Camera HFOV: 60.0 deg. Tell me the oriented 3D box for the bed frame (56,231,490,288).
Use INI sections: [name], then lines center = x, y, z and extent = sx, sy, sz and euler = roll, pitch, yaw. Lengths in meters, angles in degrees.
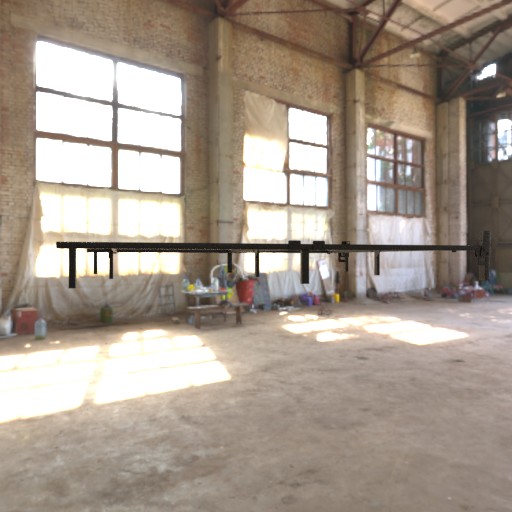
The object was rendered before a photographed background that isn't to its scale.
[bed frame]
center = 0.000, 0.000, 2.637
extent = 1.990, 0.248, 1.498
euler = 0, 0, -17
